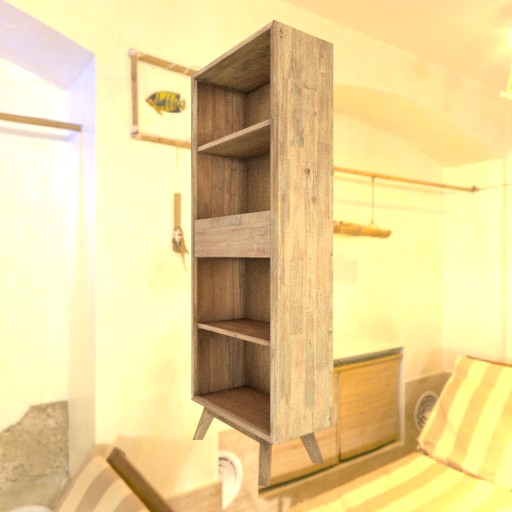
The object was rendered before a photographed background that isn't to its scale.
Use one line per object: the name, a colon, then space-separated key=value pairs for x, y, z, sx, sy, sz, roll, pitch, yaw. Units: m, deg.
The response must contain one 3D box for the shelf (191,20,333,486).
shelf: x=0.000 y=0.000 z=1.527 sx=0.267 sy=1.342 sz=0.491 roll=0 pitch=0 yaw=-37
